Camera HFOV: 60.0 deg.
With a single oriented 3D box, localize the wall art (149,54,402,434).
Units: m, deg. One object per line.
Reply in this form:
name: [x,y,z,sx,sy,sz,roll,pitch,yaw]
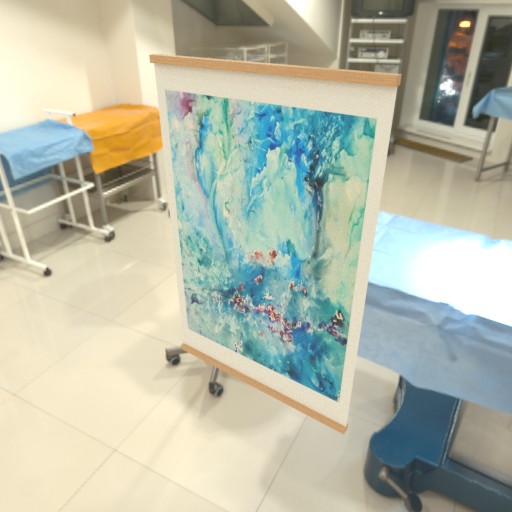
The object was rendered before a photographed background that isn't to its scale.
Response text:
wall art: [0.000,0.000,0.635,0.335,0.510,0.013,19,35,30]
